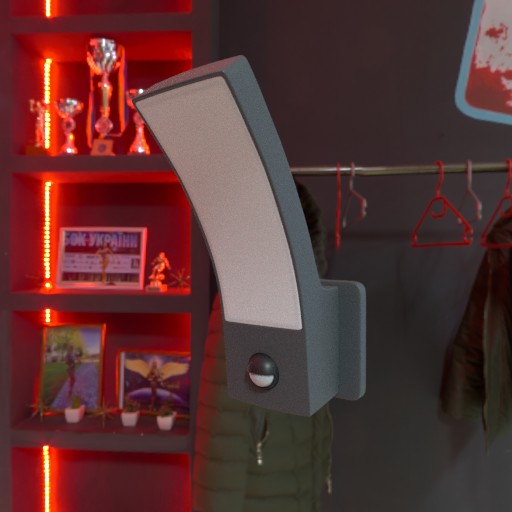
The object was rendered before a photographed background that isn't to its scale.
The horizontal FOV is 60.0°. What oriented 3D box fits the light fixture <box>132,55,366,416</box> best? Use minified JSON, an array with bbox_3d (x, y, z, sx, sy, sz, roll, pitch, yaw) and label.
[{"bbox_3d":[0.000,0.000,0.339,0.108,0.243,0.174,0,1,37],"label":"light fixture"}]
